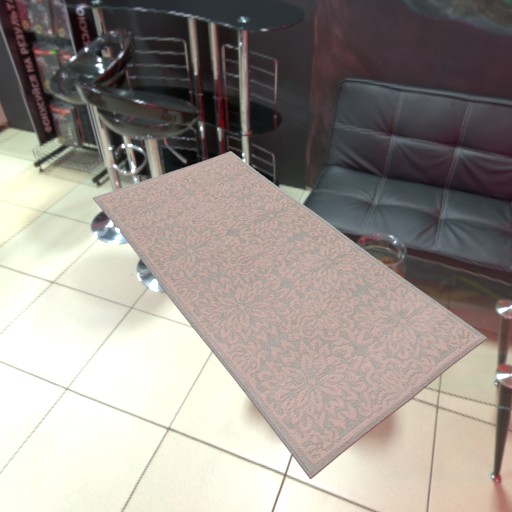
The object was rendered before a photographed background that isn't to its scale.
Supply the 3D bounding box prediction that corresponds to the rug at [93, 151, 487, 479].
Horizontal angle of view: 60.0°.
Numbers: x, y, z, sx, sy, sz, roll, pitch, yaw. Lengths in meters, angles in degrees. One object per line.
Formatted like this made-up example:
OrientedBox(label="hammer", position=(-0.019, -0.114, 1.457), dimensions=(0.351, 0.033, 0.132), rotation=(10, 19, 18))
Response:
OrientedBox(label="rug", position=(0.000, 0.000, 1.386), dimensions=(0.604, 0.007, 1.219), rotation=(-25, 48, -26))
